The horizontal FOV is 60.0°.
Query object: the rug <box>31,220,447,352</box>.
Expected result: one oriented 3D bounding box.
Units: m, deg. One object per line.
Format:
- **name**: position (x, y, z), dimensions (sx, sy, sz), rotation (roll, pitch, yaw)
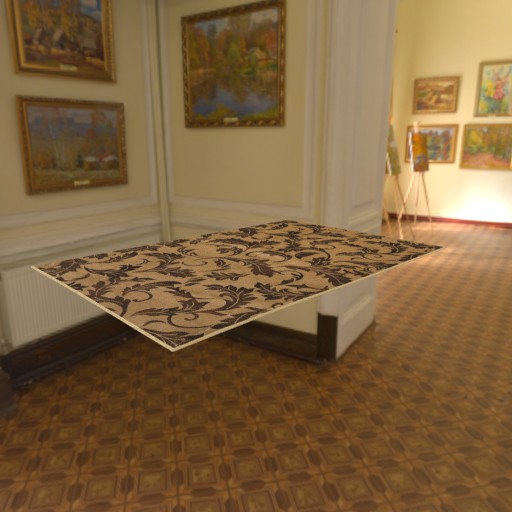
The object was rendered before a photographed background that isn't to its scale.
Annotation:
- **rug**: position (0.000, 0.000, 2.887), dimensions (2.284, 0.008, 1.522), rotation (-14, 20, -42)
